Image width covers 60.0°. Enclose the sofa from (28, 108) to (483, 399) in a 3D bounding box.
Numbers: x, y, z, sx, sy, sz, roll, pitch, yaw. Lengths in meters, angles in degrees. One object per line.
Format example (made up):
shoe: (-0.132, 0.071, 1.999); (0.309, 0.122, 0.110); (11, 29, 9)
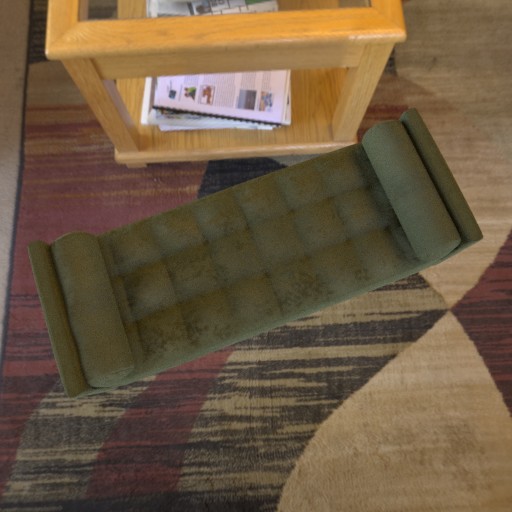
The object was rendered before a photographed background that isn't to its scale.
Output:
sofa: (0.000, 0.000, 2.453); (2.130, 0.681, 0.817); (-20, 77, -5)
